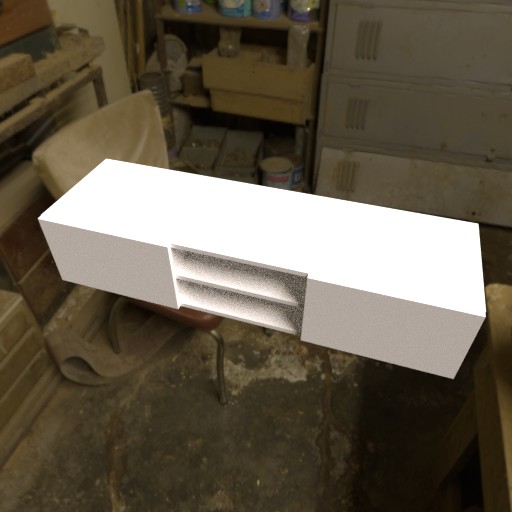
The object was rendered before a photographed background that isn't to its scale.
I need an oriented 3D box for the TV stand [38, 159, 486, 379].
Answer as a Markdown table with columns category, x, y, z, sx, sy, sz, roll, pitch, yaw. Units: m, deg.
| category | x | y | z | sx | sy | sz | roll | pitch | yaw |
| --- | --- | --- | --- | --- | --- | --- | --- | --- | --- |
| TV stand | 0.000 | 0.000 | 1.571 | 1.400 | 0.310 | 0.420 | 12 | 43 | 13 |
